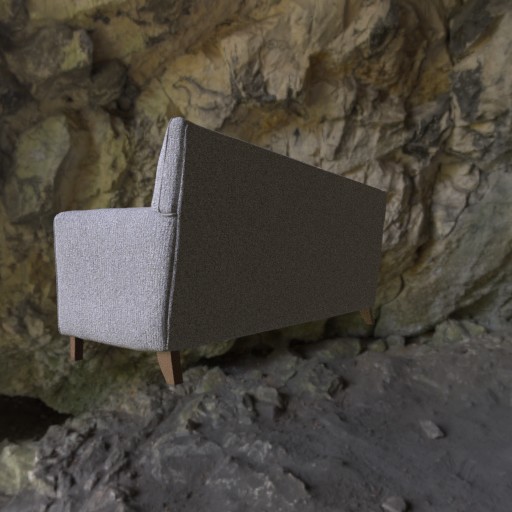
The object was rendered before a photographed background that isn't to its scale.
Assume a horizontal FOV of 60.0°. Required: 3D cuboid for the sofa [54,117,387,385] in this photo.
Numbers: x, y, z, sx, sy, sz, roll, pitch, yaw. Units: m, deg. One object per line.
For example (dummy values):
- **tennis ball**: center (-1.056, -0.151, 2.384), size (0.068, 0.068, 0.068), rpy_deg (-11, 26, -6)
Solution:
- **sofa**: center (0.000, 0.000, 2.539), size (0.854, 0.942, 2.026), rpy_deg (0, -1, 36)
